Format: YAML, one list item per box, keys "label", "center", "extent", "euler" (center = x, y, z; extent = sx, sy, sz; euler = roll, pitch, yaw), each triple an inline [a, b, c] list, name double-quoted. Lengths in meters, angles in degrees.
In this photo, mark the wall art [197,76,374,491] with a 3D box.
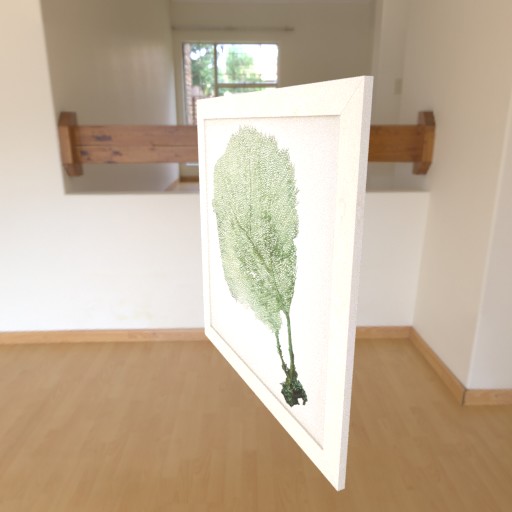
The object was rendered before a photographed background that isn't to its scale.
- label: "wall art"
  center: [0.000, 0.000, 0.843]
  extent: [0.013, 0.584, 0.584]
  euler: [-8, 18, -25]
